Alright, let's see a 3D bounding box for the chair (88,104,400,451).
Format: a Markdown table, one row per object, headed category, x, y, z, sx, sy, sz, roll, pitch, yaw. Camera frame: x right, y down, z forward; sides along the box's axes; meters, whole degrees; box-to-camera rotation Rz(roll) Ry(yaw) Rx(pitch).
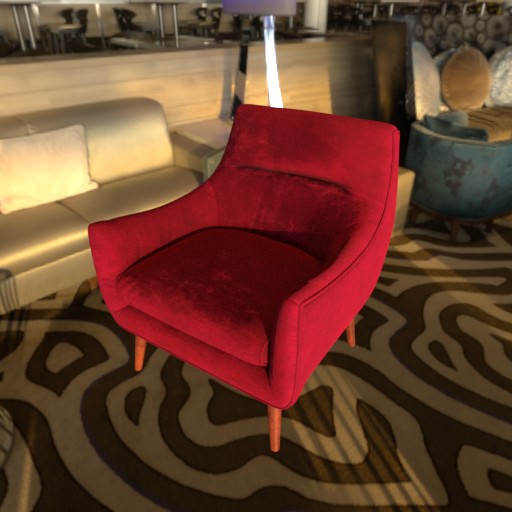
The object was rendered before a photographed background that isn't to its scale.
| category | x | y | z | sx | sy | sz | roll | pitch | yaw |
| --- | --- | --- | --- | --- | --- | --- | --- | --- | --- |
| chair | 0.000 | 0.000 | 1.502 | 0.762 | 0.838 | 0.787 | 19 | 35 | 29 |
